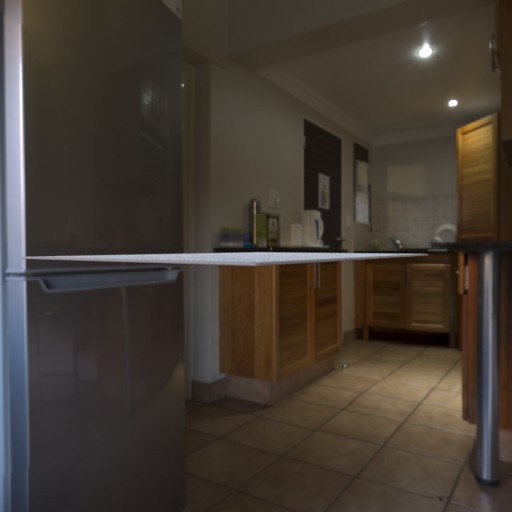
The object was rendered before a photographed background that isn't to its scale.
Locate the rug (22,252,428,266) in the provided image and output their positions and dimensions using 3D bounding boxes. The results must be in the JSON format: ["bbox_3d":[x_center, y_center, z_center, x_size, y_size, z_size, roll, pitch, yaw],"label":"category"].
[{"bbox_3d":[0.000,0.000,2.734,1.517,0.013,2.115,1,2,36],"label":"rug"}]
